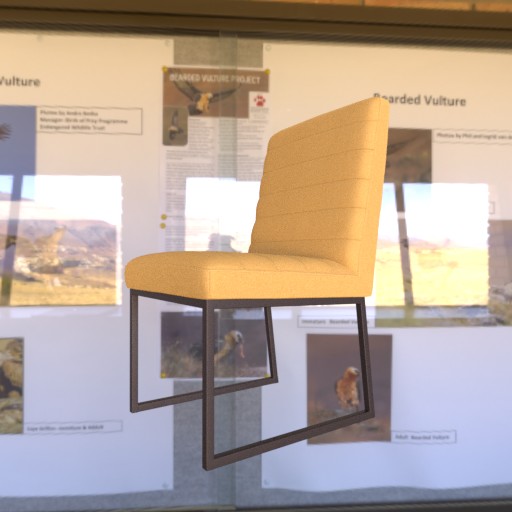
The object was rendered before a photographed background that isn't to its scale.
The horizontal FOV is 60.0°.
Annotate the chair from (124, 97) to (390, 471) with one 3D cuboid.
[{"bbox_3d":[0.000,0.000,1.316,0.634,0.930,0.520,0,0,-36],"label":"chair"}]
